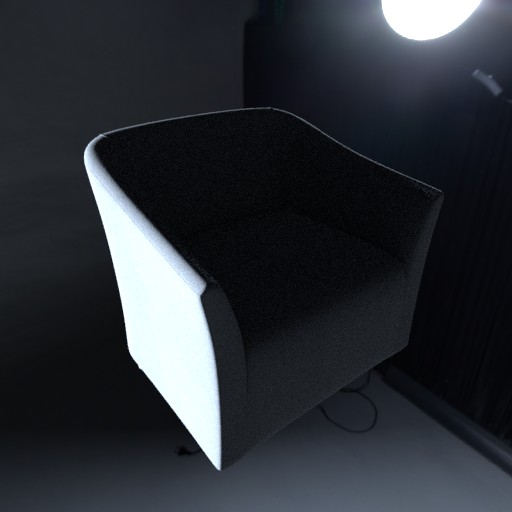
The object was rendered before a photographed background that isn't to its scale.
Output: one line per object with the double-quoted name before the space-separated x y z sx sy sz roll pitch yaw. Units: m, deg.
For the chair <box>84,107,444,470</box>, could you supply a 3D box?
"chair" 0.000 0.000 1.336 0.790 0.720 0.700 -21 36 -33
